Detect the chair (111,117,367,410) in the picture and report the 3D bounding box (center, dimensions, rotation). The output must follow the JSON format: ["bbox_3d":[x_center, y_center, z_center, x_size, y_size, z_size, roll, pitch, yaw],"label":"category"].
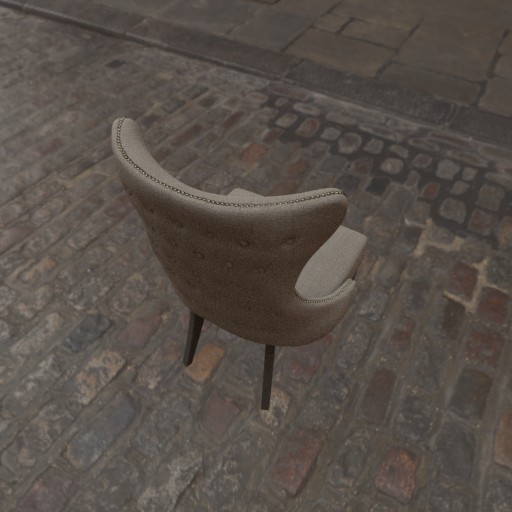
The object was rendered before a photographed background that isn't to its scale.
[{"bbox_3d":[0.000,0.000,1.402,0.628,0.967,0.635,23,51,20],"label":"chair"}]
